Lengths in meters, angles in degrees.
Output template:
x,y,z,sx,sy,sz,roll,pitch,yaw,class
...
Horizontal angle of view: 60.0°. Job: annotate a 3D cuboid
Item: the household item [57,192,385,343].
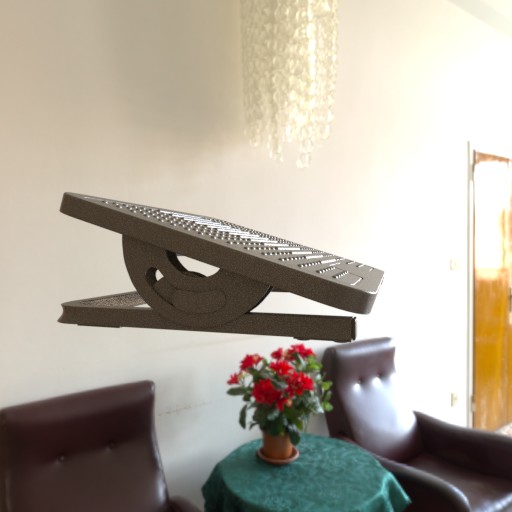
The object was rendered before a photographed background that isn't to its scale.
x,y,z,sx,sy,sz,roll,pitch,yaw,class
0.000,0.000,0.548,0.301,0.126,0.390,0,1,17,household item
